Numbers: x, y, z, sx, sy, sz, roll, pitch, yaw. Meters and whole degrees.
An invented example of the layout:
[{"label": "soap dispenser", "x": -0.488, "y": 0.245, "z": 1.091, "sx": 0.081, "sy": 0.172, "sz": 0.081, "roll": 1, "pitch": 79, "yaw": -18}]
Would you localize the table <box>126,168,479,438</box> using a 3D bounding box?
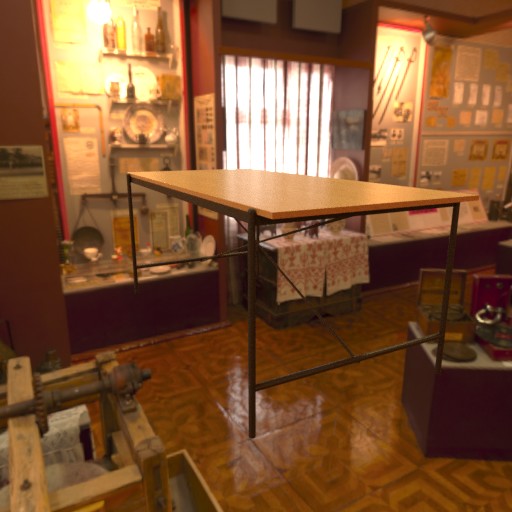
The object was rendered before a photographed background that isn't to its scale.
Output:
[{"label": "table", "x": 0.000, "y": 0.000, "z": 2.254, "sx": 0.900, "sy": 0.758, "sz": 1.800, "roll": -8, "pitch": 16, "yaw": -27}]
